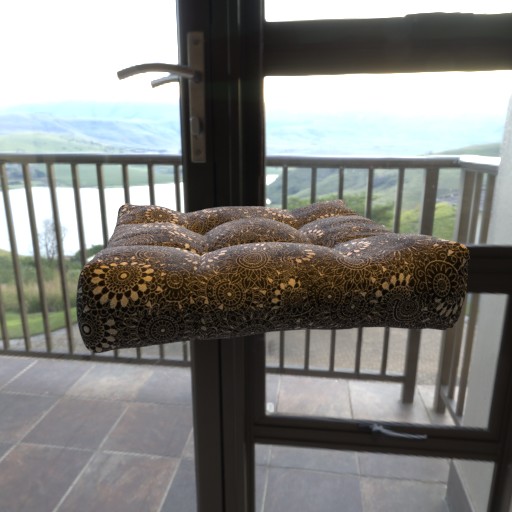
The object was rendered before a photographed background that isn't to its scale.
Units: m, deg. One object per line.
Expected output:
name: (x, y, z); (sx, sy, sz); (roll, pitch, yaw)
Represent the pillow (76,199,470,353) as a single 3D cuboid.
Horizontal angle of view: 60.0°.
pillow: (0.000, 0.000, 0.735); (0.490, 0.128, 0.468); (-3, 15, -10)
